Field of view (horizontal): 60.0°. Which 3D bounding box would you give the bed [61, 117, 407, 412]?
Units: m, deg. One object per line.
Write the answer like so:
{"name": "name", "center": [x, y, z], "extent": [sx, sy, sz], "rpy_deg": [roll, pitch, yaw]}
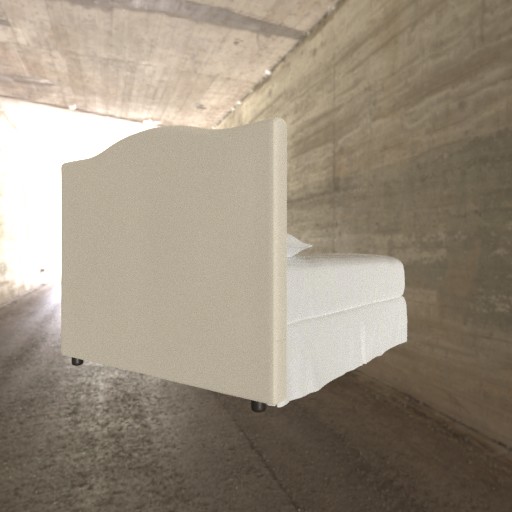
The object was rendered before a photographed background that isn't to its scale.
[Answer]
{"name": "bed", "center": [0.000, 0.000, 3.355], "extent": [1.753, 1.460, 2.143], "rpy_deg": [0, 0, 36]}
